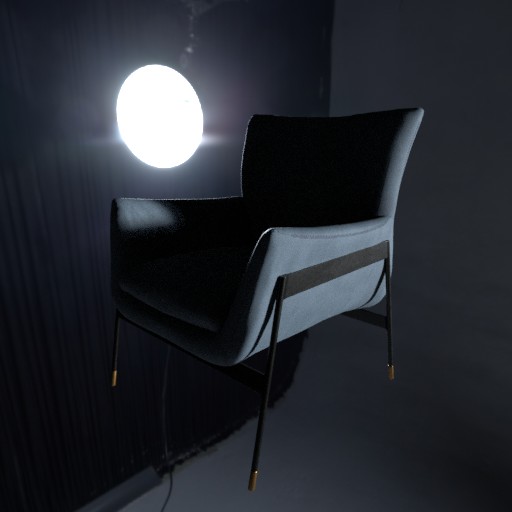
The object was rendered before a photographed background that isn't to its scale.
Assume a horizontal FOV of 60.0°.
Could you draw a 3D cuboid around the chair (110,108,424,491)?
[{"bbox_3d":[0.000,0.000,1.349,0.678,0.858,0.709,15,21,42],"label":"chair"}]
